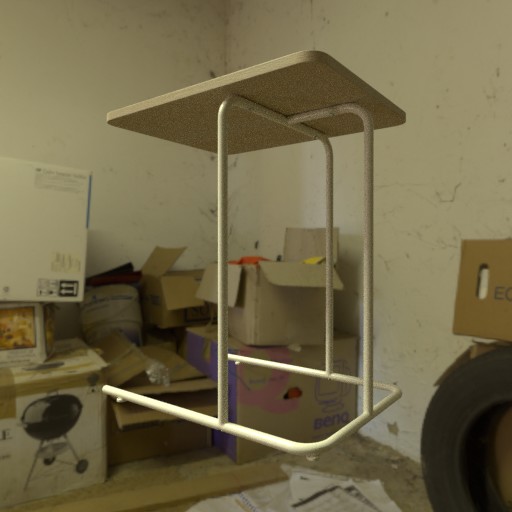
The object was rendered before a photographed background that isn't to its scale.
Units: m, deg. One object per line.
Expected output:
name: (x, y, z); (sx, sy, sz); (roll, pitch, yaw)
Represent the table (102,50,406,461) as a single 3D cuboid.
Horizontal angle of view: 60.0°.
table: (0.000, 0.000, 0.869); (0.480, 0.550, 0.370); (0, 1, 37)
